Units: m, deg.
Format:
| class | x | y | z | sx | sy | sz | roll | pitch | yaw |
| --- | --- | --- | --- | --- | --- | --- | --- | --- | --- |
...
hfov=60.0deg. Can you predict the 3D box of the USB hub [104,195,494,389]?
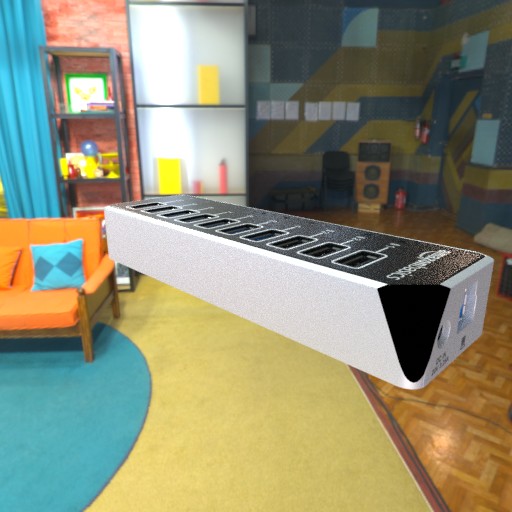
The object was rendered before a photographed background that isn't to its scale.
| class | x | y | z | sx | sy | sz | roll | pitch | yaw |
| --- | --- | --- | --- | --- | --- | --- | --- | --- | --- |
| USB hub | 0.000 | 0.000 | 0.159 | 0.145 | 0.023 | 0.044 | 17 | 24 | 42 |
